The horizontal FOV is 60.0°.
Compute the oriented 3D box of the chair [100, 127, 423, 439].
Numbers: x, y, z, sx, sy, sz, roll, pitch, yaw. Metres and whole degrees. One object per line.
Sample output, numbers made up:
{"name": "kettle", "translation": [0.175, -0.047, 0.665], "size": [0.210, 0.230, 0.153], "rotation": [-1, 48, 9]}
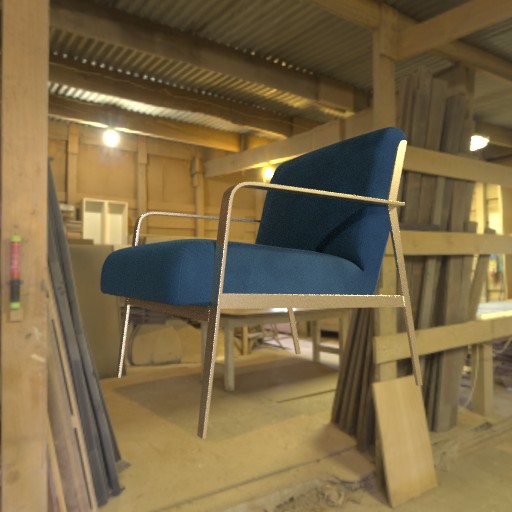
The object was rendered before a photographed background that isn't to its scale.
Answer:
{"name": "chair", "translation": [0.000, 0.000, 1.459], "size": [0.859, 0.831, 0.692], "rotation": [1, -2, -33]}
